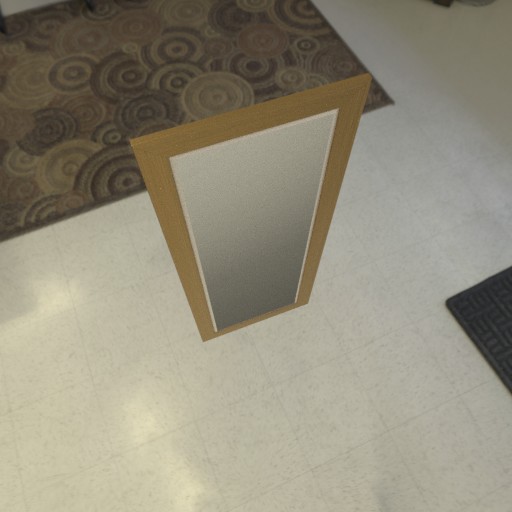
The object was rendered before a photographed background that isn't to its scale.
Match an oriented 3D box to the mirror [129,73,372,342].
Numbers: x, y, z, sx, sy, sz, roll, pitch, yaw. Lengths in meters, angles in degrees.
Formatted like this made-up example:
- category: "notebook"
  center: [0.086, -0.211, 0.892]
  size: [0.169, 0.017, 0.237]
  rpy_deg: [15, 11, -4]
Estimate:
- category: "mirror"
  center: [0.000, 0.000, 2.304]
  size: [0.812, 2.031, 0.025]
  rpy_deg: [-19, 64, -10]
